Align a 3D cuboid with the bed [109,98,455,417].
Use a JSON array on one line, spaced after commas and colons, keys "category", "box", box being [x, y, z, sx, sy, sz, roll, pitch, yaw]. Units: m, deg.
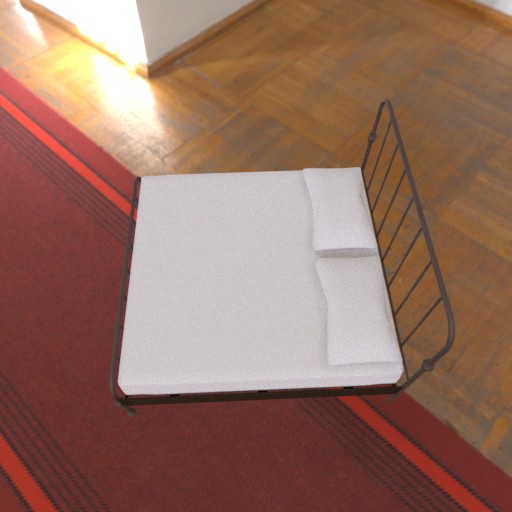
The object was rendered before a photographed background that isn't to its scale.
[{"category": "bed", "box": [0.000, 0.000, 3.447, 2.134, 1.446, 2.044, -2, 59, -1]}]
